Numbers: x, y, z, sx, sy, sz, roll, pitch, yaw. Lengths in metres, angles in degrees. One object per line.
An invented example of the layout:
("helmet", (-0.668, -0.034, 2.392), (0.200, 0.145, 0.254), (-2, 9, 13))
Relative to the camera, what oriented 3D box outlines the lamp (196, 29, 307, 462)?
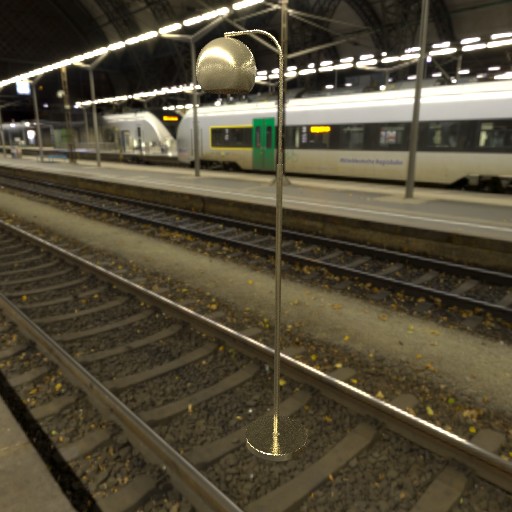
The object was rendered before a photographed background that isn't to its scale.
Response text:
("lamp", (0.000, 0.000, 1.636), (0.431, 1.526, 0.250), (7, 16, 25))
